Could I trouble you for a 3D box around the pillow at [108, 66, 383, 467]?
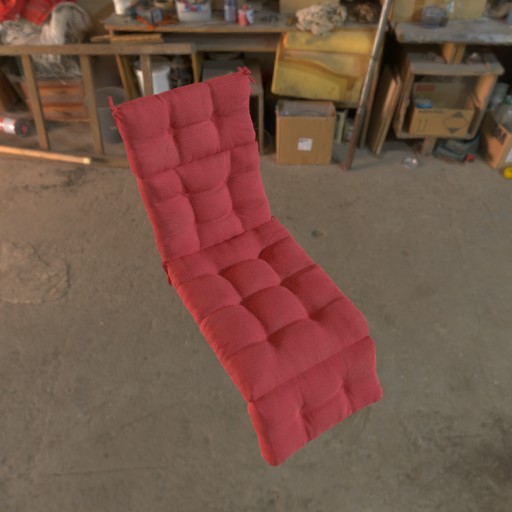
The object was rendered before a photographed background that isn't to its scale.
[{"bbox_3d":[0.000,0.000,1.501,0.526,0.863,1.016,-24,51,-21],"label":"pillow"}]
